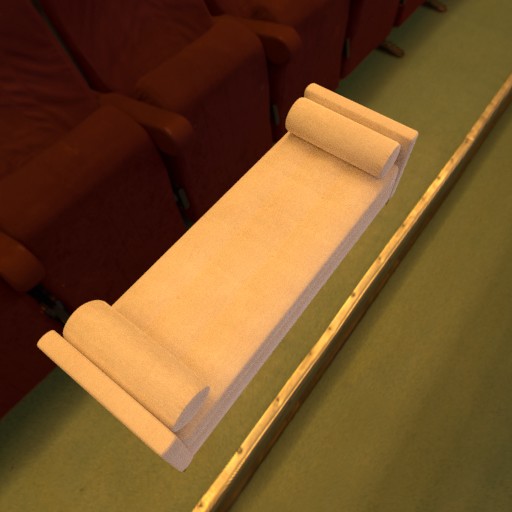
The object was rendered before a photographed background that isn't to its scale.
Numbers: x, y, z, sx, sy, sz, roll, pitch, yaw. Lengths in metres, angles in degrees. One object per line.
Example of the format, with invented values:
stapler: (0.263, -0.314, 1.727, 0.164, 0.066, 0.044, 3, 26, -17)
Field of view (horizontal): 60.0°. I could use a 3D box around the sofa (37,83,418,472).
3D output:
sofa: (0.000, 0.000, 2.292, 0.686, 0.635, 1.981, 33, 64, 18)
